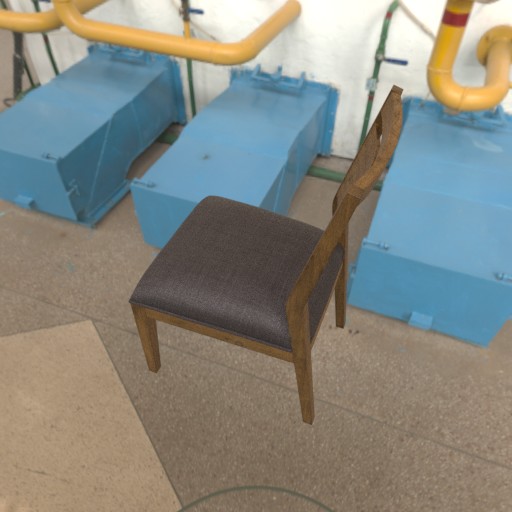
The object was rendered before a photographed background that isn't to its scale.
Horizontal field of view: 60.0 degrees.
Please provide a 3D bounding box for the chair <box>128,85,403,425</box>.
[{"bbox_3d":[0.000,0.000,1.291,0.610,0.939,0.501,17,49,15],"label":"chair"}]
